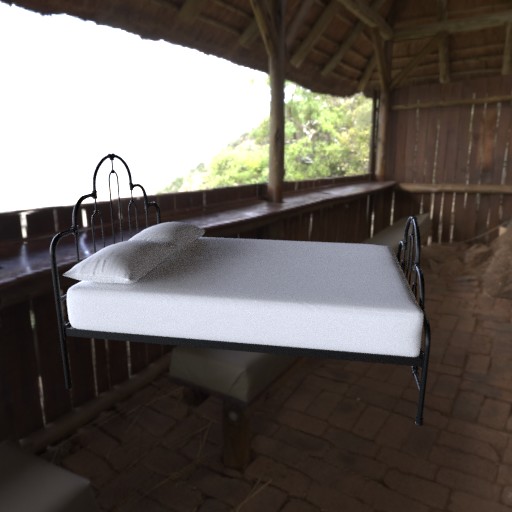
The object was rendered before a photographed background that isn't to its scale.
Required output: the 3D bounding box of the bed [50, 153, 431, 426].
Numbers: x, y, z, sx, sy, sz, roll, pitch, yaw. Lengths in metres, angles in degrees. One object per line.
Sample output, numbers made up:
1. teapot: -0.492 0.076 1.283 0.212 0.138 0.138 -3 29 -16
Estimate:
1. bed: 0.000 0.000 3.224 2.181 1.444 1.626 3 15 10
